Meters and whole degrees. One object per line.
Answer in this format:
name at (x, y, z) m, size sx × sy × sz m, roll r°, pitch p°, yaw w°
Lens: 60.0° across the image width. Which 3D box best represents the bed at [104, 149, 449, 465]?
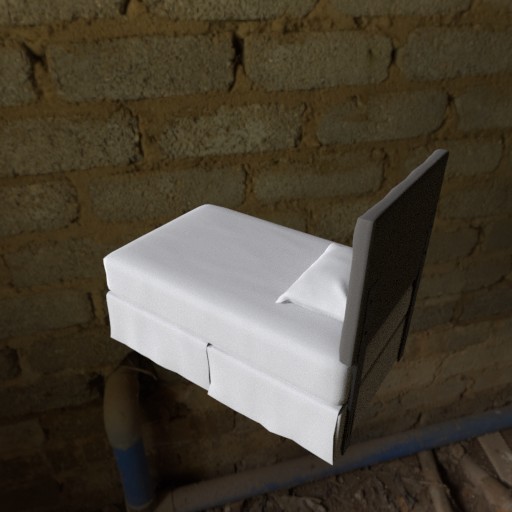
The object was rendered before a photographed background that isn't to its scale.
bed at (0.000, 0.000, 3.065) m, size 1.997 × 1.571 × 1.261 m, roll 20°, pitch 37°, yaw 30°
